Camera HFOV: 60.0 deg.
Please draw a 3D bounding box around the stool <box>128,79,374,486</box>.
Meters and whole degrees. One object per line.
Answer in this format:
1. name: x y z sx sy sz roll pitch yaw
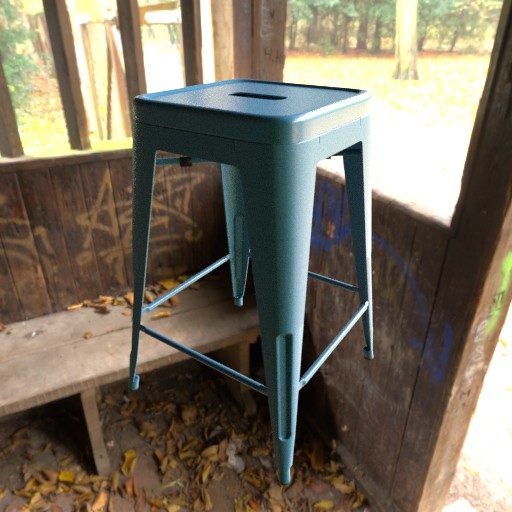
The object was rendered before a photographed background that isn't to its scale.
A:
1. stool: 0.000 0.000 0.872 0.410 0.608 0.410 18 33 30
